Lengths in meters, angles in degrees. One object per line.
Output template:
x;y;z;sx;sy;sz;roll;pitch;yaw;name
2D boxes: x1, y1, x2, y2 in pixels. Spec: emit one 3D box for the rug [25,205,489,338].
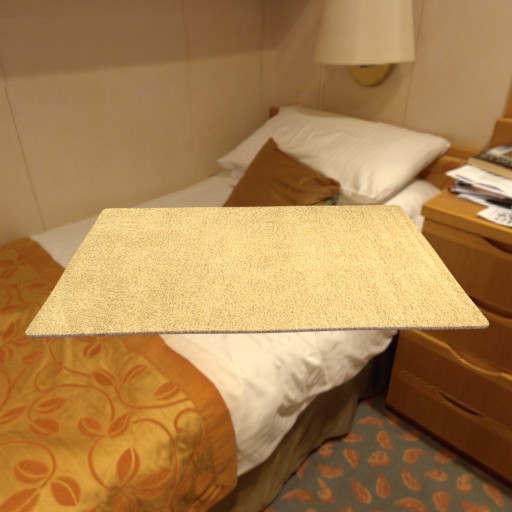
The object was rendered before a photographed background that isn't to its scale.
0.000;0.000;2.870;2.349;0.025;1.500;-1;31;-2;rug
